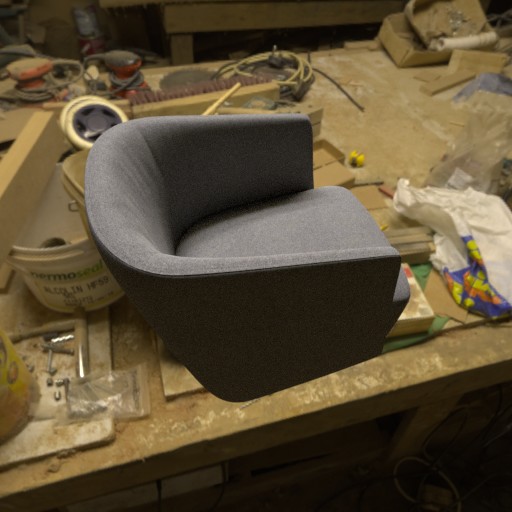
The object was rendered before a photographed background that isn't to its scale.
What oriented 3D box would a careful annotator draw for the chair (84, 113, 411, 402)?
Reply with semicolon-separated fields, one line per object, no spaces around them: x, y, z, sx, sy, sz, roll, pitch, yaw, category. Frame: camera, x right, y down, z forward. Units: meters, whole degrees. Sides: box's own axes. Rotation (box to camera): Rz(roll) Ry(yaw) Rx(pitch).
0.000;0.000;1.607;0.986;0.861;0.822;-10;47;-10;chair
